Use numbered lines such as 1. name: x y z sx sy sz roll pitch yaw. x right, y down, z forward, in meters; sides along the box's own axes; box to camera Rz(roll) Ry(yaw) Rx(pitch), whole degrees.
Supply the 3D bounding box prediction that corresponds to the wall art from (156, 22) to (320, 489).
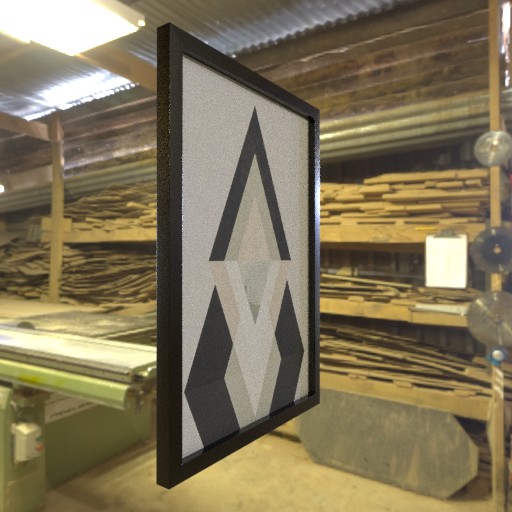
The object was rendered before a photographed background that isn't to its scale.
1. wall art: 0.000 0.000 0.564 0.019 0.455 0.314 0 0 36
